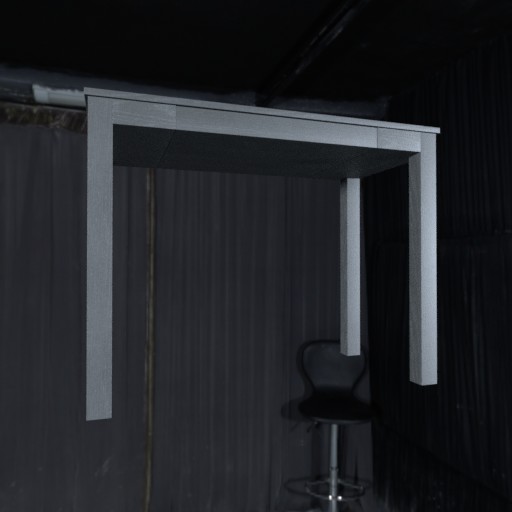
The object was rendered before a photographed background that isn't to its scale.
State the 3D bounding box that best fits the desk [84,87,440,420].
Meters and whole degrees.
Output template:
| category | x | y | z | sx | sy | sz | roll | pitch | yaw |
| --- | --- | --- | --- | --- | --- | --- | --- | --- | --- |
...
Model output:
| category | x | y | z | sx | sy | sz | roll | pitch | yaw |
| --- | --- | --- | --- | --- | --- | --- | --- | --- | --- |
| desk | 0.000 | 0.000 | 1.399 | 0.991 | 0.762 | 0.499 | 0 | -1 | -18 |
